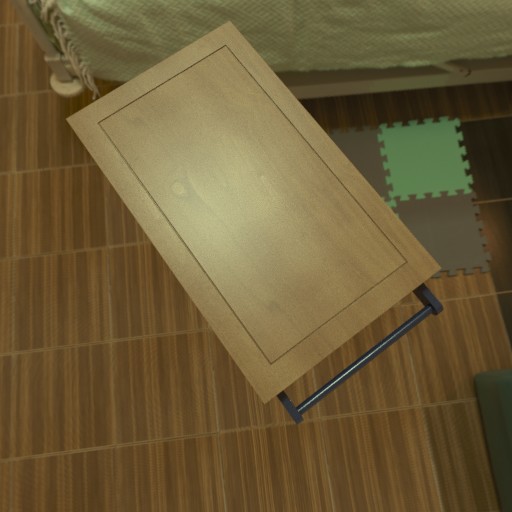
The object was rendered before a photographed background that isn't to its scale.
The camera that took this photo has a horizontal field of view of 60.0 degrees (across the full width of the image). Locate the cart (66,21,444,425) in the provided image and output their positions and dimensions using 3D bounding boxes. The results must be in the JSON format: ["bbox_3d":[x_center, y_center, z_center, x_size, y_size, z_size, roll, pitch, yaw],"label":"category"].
[{"bbox_3d":[0.000,0.000,1.391,0.459,0.901,0.840,-35,78,-9],"label":"cart"}]
